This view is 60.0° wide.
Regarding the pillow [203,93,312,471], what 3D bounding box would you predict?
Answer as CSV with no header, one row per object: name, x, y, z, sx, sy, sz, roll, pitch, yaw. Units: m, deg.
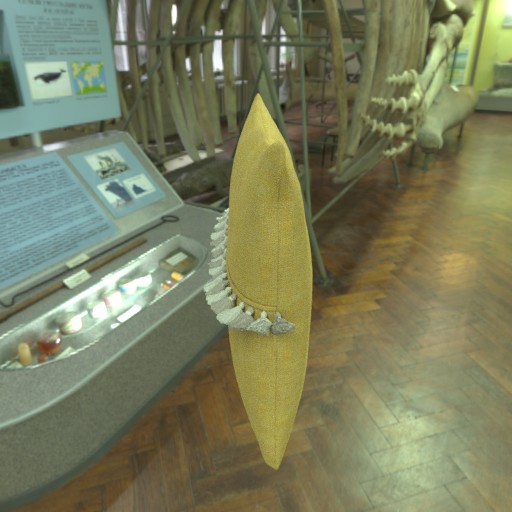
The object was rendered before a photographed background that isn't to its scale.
pillow,0.000,0.000,0.767,0.167,0.481,0.485,-1,27,-2
